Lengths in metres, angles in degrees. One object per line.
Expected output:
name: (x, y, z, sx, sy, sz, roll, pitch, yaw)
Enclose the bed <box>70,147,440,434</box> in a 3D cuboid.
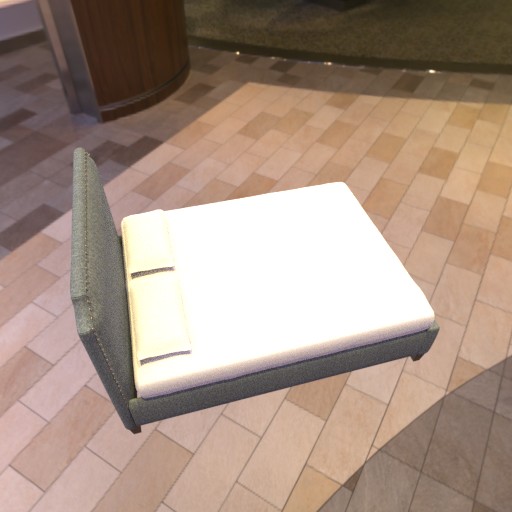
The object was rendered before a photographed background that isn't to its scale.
bed: (0.000, 0.000, 3.418, 2.372, 1.443, 1.712, -11, 47, -11)
